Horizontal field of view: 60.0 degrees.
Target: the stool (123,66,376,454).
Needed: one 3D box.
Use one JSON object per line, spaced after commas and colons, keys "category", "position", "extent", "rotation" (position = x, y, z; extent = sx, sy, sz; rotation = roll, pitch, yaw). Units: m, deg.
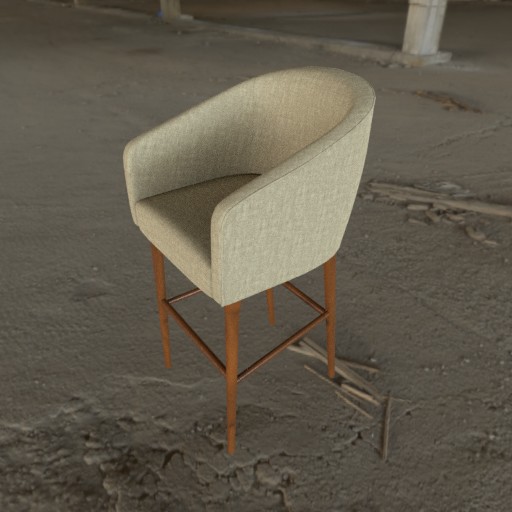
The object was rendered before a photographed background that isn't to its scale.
{"category": "stool", "position": [0.000, 0.000, 1.441], "extent": [0.607, 1.078, 0.559], "rotation": [-21, 38, -30]}
